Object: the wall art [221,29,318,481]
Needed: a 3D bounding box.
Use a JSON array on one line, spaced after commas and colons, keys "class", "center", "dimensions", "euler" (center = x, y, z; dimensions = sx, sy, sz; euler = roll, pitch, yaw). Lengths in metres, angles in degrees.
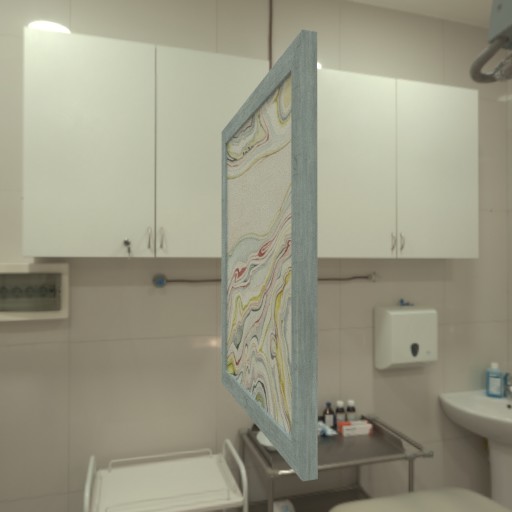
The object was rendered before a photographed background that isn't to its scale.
[{"class": "wall art", "center": [0.000, 0.000, 0.803], "dimensions": [0.022, 0.582, 0.479], "euler": [0, -1, -17]}]
